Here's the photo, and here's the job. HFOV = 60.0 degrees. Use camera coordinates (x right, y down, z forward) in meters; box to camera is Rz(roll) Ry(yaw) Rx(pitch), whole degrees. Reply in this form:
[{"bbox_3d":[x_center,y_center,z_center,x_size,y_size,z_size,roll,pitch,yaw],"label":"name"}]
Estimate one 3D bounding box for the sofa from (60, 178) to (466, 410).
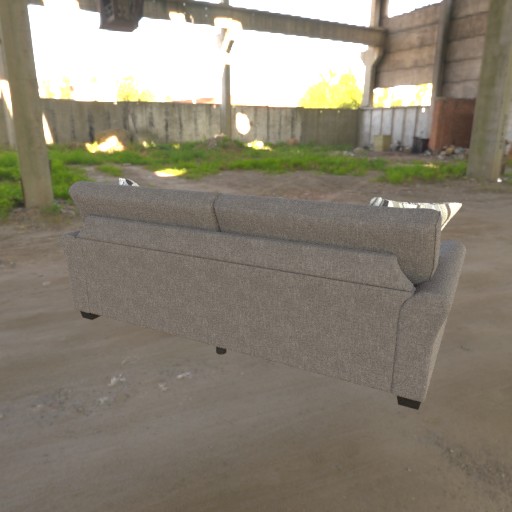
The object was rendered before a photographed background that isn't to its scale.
[{"bbox_3d":[0.000,0.000,2.425,2.032,0.813,0.889,9,19,27],"label":"sofa"}]
